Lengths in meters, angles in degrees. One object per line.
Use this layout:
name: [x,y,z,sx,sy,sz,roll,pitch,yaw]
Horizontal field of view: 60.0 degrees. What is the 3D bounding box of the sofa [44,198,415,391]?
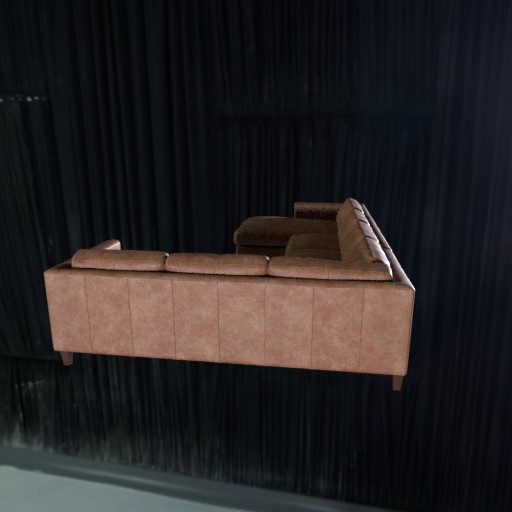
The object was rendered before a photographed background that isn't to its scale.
sofa: [0.000,0.000,4.523,2.430,0.832,3.401,2,15,8]
